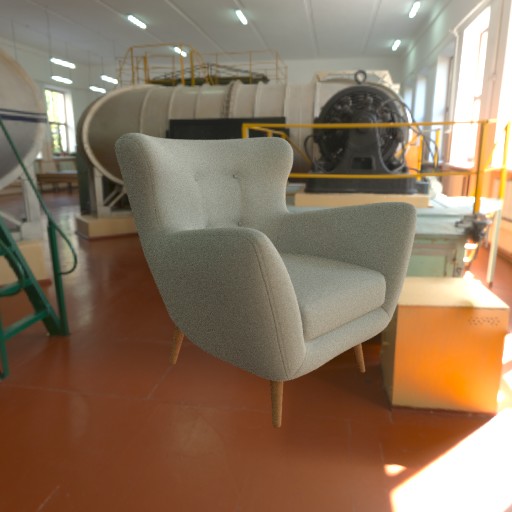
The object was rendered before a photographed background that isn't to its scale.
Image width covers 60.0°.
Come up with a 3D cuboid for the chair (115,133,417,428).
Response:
[{"bbox_3d":[0.000,0.000,1.671,0.889,0.889,0.890,13,19,43],"label":"chair"}]
